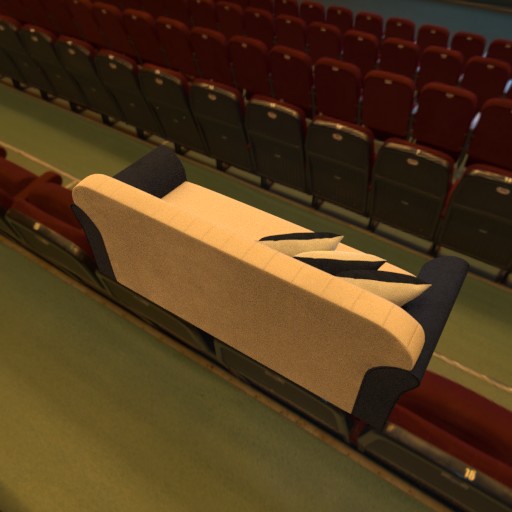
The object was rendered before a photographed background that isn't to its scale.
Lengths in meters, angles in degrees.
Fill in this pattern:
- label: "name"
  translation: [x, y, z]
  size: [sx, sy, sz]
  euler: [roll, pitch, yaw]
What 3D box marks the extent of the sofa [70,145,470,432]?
- label: "sofa"
  translation: [0.000, 0.000, 2.435]
  size: [2.006, 0.789, 0.749]
  euler: [25, 50, 23]
